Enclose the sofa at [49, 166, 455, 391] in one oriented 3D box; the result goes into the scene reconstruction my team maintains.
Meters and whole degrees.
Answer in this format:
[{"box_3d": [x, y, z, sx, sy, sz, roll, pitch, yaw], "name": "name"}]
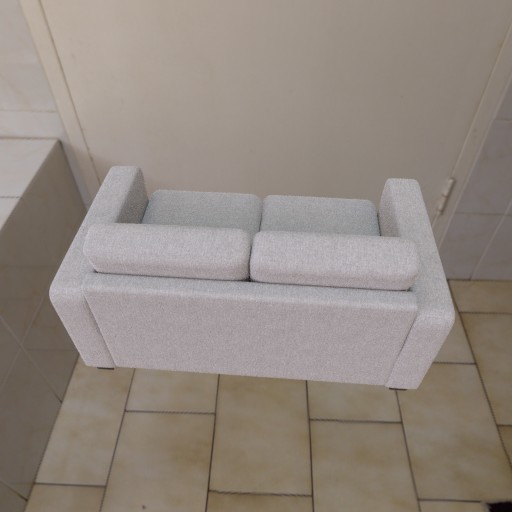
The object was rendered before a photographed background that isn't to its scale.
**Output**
[{"box_3d": [0.000, 0.000, 2.067, 1.540, 0.800, 0.900, 3, 47, 3], "name": "sofa"}]
